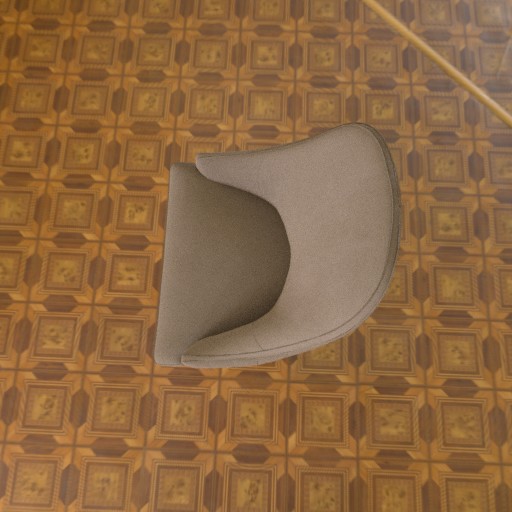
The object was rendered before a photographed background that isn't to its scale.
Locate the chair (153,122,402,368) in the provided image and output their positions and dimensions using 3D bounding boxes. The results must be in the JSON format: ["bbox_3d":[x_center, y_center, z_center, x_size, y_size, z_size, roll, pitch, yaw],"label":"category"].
[{"bbox_3d":[0.000,0.000,1.285,0.575,0.889,0.643,2,76,0],"label":"chair"}]
